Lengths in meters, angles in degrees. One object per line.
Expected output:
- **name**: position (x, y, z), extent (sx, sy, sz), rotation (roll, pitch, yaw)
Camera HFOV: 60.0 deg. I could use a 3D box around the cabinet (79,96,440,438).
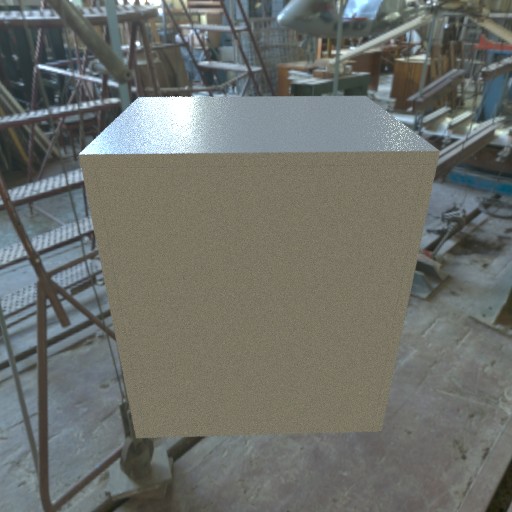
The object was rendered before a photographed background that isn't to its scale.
- **cabinet**: position (0.000, 0.000, 0.763), extent (0.400, 0.470, 0.360), rotation (-1, 30, -2)
